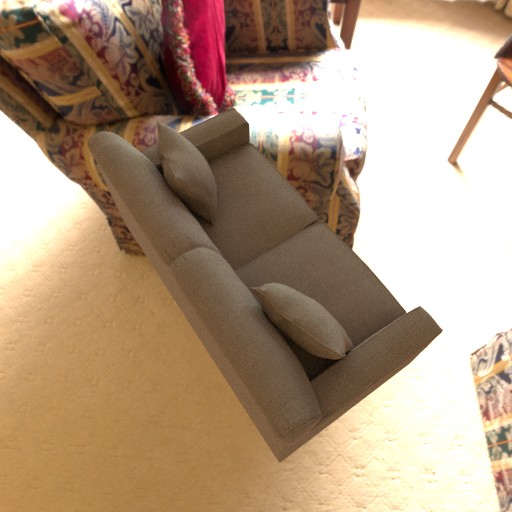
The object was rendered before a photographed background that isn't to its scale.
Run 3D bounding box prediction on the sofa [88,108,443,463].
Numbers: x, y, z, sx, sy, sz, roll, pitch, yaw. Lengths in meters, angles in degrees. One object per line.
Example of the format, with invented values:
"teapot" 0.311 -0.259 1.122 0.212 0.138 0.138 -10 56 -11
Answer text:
"sofa" 0.000 0.000 2.490 1.000 0.958 1.846 -31 64 -16
